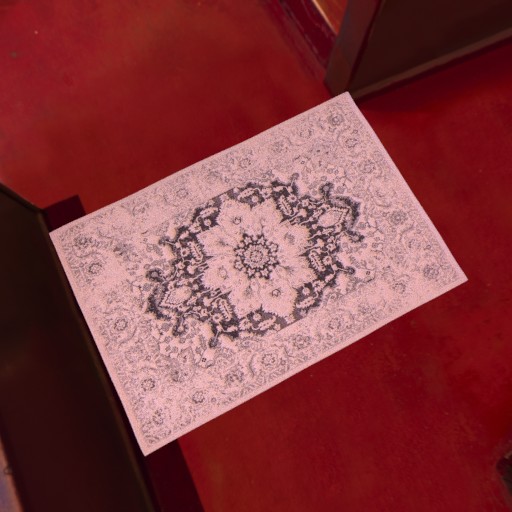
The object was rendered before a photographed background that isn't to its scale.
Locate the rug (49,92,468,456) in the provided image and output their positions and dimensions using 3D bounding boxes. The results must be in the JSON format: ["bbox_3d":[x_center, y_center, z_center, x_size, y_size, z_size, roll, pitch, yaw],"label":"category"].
[{"bbox_3d":[0.000,0.000,2.289,1.813,0.008,1.223,-27,78,-6],"label":"rug"}]
